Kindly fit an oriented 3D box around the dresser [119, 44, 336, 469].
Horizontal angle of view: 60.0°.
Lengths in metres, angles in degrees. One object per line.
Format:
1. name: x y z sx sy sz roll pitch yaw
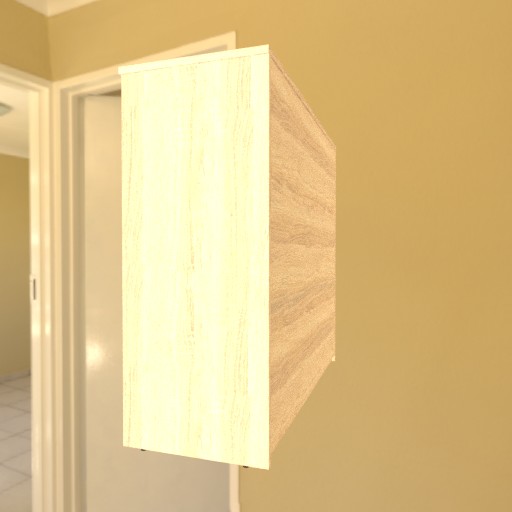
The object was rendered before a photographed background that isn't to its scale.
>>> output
1. dresser: 0.000 0.000 1.456 0.380 0.900 0.980 0 1 18
